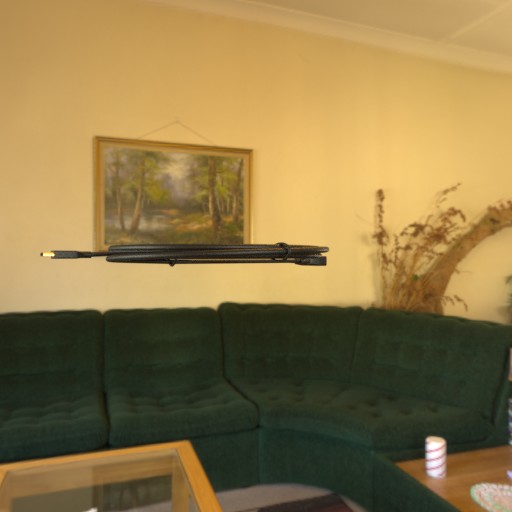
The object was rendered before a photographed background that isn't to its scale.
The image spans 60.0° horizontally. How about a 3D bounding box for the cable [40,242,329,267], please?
[{"bbox_3d":[0.000,0.000,0.520,0.422,0.030,0.257,0,0,-37],"label":"cable"}]
